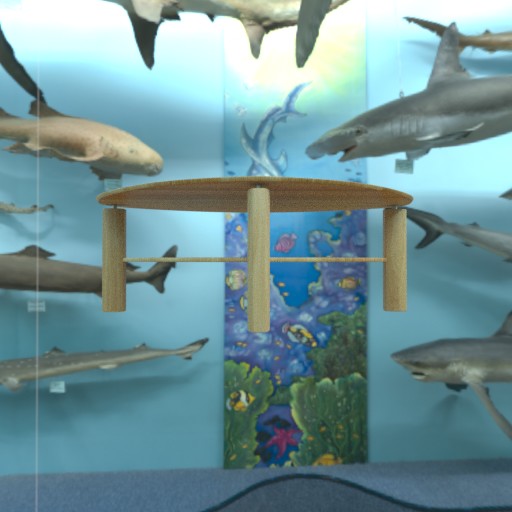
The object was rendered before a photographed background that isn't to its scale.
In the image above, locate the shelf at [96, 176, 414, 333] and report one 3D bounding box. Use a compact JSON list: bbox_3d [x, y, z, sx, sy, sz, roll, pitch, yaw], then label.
[{"bbox_3d":[0.000,0.000,1.656,1.246,0.440,0.845,0,-1,-1],"label":"shelf"}]
